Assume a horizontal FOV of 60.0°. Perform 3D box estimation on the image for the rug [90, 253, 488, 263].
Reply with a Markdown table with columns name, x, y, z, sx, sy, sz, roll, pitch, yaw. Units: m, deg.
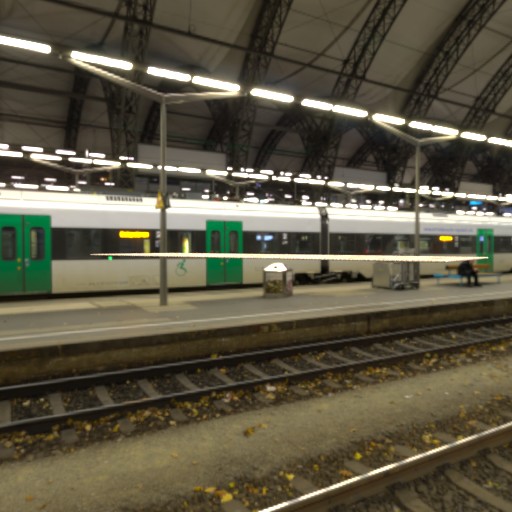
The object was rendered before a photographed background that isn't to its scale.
| name | x | y | z | sx | sy | sz | roll | pitch | yaw |
| --- | --- | --- | --- | --- | --- | --- | --- | --- | --- |
| rug | 0.000 | 0.000 | 2.727 | 2.432 | 0.008 | 0.766 | 1 | 2 | 38 |
